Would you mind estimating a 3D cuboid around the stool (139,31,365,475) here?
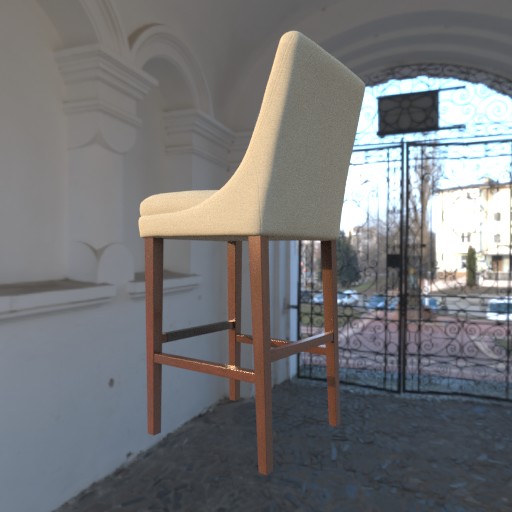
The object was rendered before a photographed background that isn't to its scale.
[{"bbox_3d":[0.000,0.000,1.361,0.577,1.078,0.470,0,0,36],"label":"stool"}]
